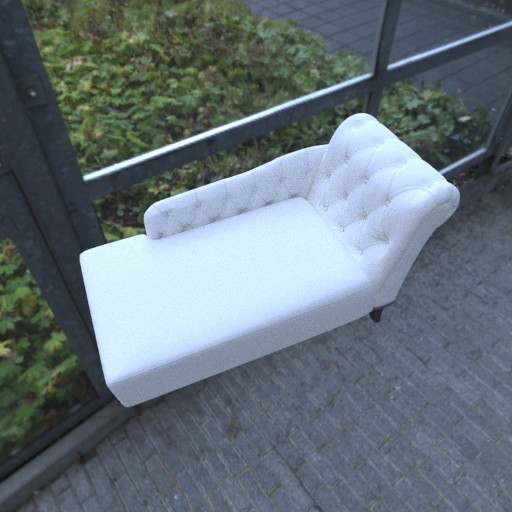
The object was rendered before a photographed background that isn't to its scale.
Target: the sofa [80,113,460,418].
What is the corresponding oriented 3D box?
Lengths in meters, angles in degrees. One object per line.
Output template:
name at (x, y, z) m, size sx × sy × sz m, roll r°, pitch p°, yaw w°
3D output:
sofa at (0.000, 0.000, 1.863) m, size 1.379 × 0.787 × 0.675 m, roll -17°, pitch 50°, yaw -15°
